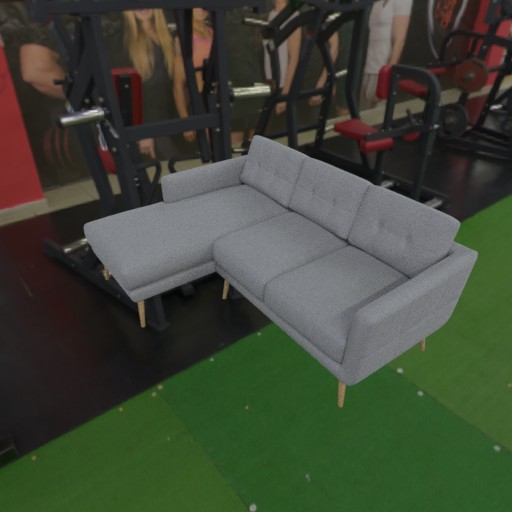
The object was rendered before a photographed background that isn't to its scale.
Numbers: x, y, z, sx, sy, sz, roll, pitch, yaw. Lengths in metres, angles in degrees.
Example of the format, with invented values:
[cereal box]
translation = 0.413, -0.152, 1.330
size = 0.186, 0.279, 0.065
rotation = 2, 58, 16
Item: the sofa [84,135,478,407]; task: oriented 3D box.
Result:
[sofa]
translation = 0.000, 0.000, 2.777
size = 1.530, 0.860, 2.040
rotation = -21, 38, -30
